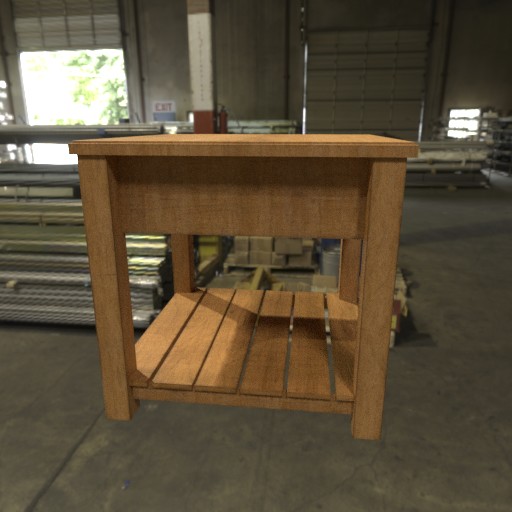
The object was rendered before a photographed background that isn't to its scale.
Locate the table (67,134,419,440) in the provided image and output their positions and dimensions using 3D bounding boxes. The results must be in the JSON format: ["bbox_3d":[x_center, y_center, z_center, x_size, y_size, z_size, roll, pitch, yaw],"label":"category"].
[{"bbox_3d":[0.000,0.000,1.142,0.616,0.593,0.612,2,17,6],"label":"table"}]
